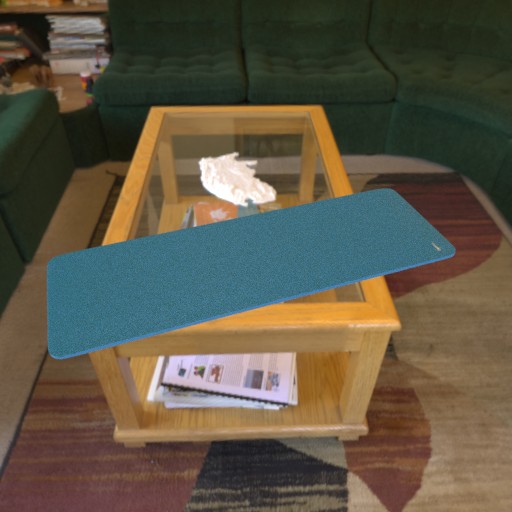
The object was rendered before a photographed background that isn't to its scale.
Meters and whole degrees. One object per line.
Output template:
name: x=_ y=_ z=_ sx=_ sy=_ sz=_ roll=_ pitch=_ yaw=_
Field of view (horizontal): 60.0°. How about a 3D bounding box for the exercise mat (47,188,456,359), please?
exercise mat: x=0.000 y=0.000 z=2.103 sx=1.869 sy=0.021 sz=0.616 roll=-13 pitch=43 yaw=-14
